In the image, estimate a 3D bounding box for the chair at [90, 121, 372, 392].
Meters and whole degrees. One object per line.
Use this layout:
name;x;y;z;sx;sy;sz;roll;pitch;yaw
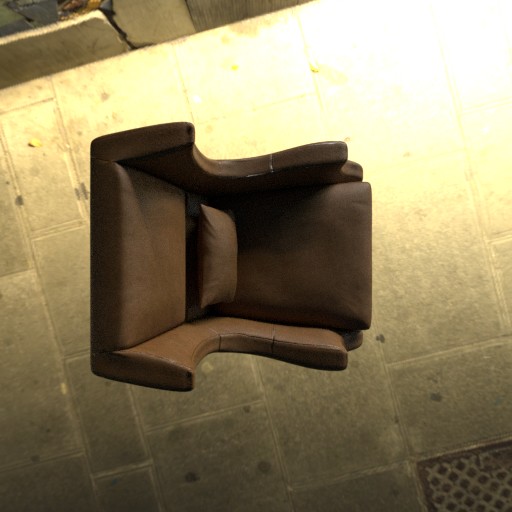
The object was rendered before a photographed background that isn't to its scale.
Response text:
chair;0.000;0.000;1.718;0.925;1.016;0.852;0;90;1
